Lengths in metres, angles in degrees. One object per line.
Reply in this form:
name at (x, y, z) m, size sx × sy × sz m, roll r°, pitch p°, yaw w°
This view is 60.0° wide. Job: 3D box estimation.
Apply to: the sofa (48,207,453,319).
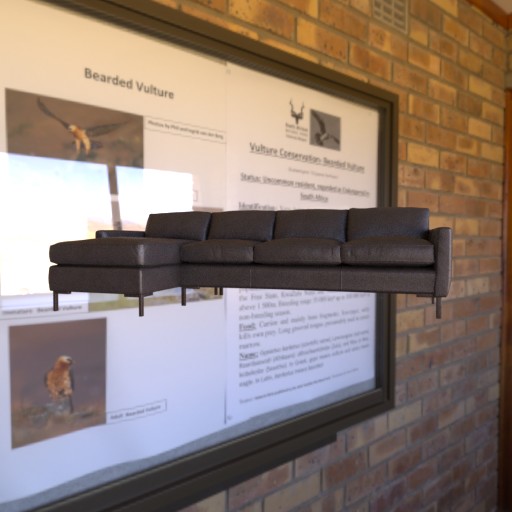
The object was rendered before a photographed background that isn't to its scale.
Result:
sofa at (0.000, 0.000, 3.687) m, size 2.993 × 0.859 × 1.471 m, roll 1°, pitch 2°, yaw 18°
